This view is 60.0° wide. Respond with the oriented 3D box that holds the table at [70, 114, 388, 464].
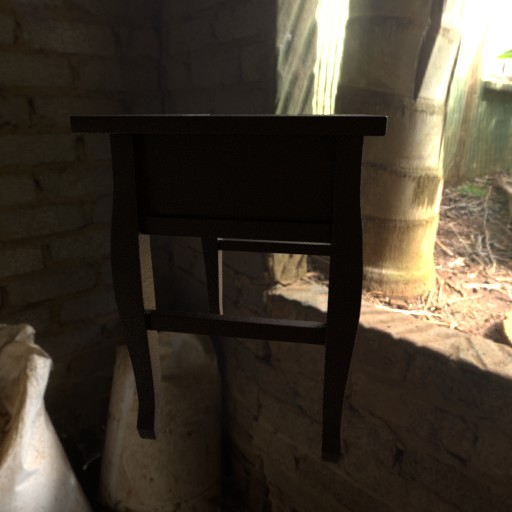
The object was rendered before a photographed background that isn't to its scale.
[{"bbox_3d":[0.000,0.000,0.996,0.460,0.605,0.602,3,18,10],"label":"table"}]
